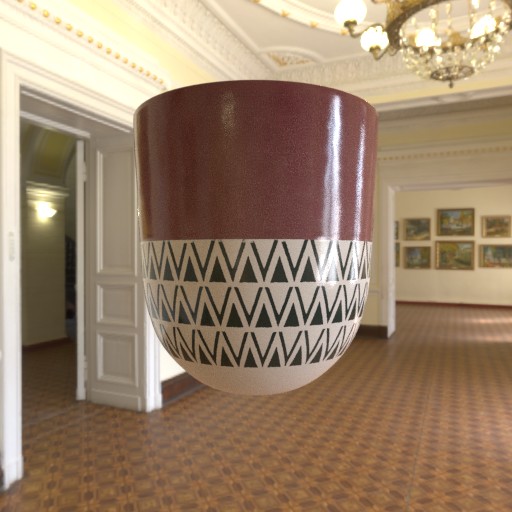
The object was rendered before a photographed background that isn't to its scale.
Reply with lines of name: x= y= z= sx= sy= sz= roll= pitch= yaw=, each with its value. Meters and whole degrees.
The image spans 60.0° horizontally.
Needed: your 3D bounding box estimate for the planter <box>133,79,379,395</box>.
planter: x=0.000 y=0.000 z=0.365 sx=0.195 sy=0.214 sz=0.195 roll=0 pitch=0 yaw=0
